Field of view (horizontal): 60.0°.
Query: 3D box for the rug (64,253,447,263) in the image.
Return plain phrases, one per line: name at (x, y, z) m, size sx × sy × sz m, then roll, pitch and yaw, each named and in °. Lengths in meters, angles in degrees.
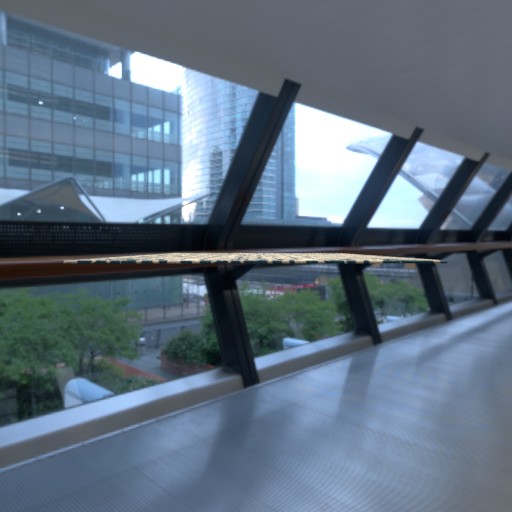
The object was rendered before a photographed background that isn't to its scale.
rug at (0.000, 0.000, 2.962) m, size 1.517 × 0.011 × 2.435 m, roll 0°, pitch 1°, yaw 0°
